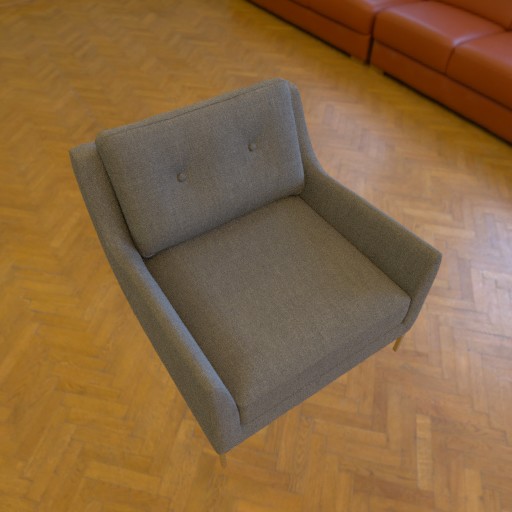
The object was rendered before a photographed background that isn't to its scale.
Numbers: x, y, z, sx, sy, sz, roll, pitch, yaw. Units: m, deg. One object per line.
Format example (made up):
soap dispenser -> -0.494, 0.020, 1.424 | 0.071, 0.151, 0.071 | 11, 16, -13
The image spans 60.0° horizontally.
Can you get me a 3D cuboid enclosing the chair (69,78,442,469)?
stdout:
chair -> 0.000, 0.000, 1.503 | 0.847, 0.828, 0.849 | -26, 53, -22
